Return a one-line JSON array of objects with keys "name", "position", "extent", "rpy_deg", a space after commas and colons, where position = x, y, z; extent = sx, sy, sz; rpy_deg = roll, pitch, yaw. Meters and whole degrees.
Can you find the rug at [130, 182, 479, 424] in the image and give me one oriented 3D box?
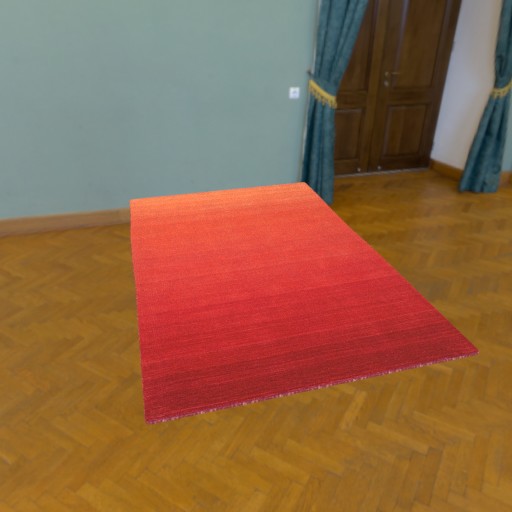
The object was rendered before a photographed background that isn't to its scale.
[{"name": "rug", "position": [0.000, 0.000, 2.271], "extent": [1.230, 0.018, 1.835], "rpy_deg": [-8, 31, -13]}]
